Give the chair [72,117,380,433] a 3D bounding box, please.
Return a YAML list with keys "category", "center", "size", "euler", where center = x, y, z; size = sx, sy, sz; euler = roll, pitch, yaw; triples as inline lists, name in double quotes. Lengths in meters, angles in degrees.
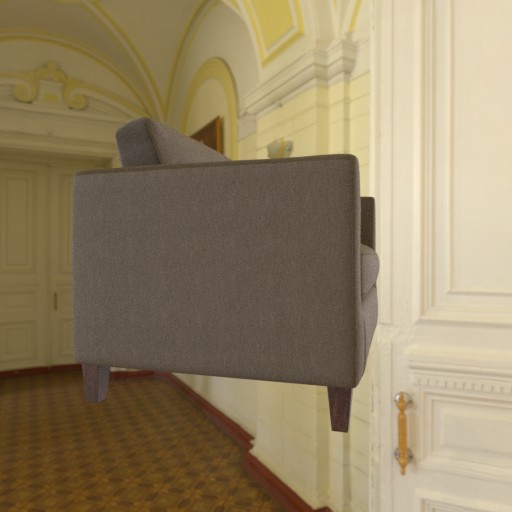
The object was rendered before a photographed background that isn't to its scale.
- category: "chair"
  center: [0.000, 0.000, 1.814]
  size: [0.959, 0.963, 1.107]
  euler: [0, 1, 17]
